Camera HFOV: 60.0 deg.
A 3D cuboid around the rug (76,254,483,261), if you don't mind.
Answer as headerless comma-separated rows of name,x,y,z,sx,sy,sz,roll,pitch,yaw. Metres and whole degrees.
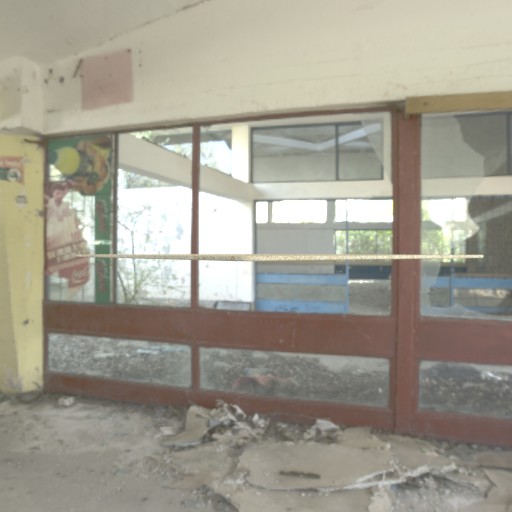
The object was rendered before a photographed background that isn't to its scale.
rug,0.000,0.000,4.056,2.401,0.025,3.001,0,1,-37
